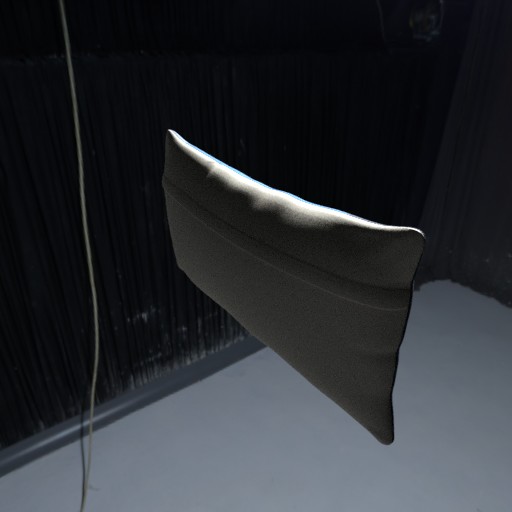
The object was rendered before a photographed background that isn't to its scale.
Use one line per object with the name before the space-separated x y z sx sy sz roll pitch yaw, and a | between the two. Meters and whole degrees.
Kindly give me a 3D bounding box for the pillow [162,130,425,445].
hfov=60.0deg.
pillow | 0.000 0.000 0.721 0.148 0.307 0.604 -18 33 -31
